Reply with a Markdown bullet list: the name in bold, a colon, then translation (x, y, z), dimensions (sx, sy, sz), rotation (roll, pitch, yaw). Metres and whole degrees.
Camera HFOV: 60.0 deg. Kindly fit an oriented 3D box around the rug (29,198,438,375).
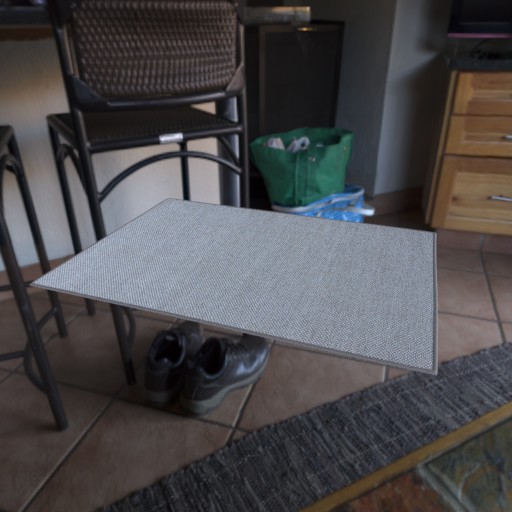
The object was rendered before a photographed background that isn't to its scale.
- **rug**: translation (0.000, 0.000, 2.752), dimensions (2.115, 0.013, 1.517), rotation (9, 28, 18)
